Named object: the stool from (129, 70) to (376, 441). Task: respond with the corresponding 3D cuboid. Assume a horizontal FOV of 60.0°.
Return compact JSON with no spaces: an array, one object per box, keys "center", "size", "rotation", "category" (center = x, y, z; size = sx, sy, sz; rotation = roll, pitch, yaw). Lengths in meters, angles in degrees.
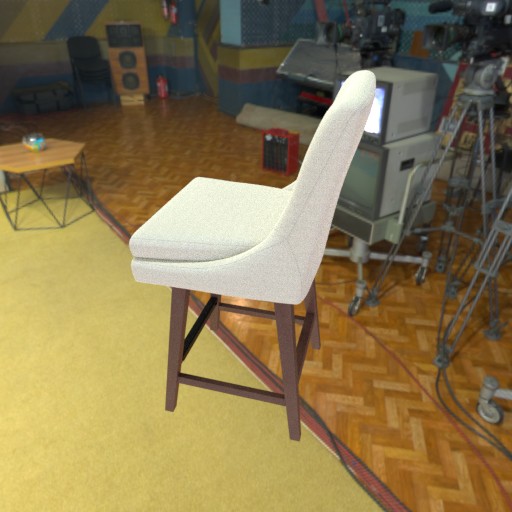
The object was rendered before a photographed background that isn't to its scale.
[{"center":[0.000,0.000,1.304],"size":[0.559,0.991,0.483],"rotation":[8,32,13],"category":"stool"}]
